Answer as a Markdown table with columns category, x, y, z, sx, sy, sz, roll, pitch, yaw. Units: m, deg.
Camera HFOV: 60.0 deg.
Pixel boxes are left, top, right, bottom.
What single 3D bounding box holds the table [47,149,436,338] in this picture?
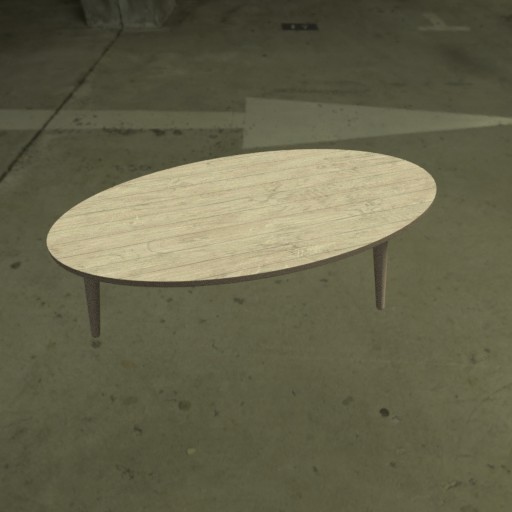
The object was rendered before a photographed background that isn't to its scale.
| category | x | y | z | sx | sy | sz | roll | pitch | yaw |
| --- | --- | --- | --- | --- | --- | --- | --- | --- | --- |
| table | 0.000 | 0.000 | 1.344 | 1.083 | 0.390 | 0.542 | -12 | 43 | -13 |
